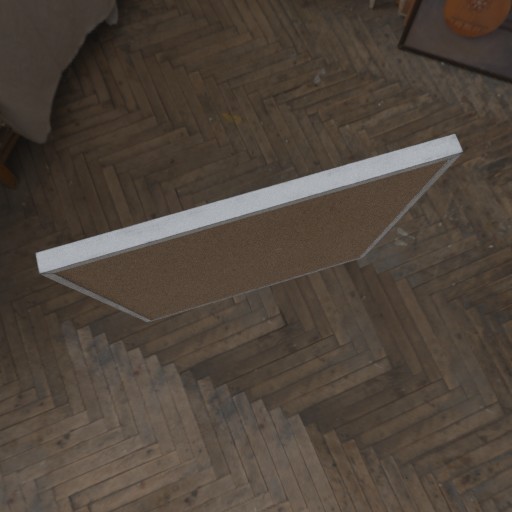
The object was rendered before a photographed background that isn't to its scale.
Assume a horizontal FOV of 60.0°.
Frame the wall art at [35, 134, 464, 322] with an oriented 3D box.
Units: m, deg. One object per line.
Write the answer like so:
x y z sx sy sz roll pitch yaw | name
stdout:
0.000 0.000 1.135 0.762 0.762 0.038 -16 76 -4 | wall art
